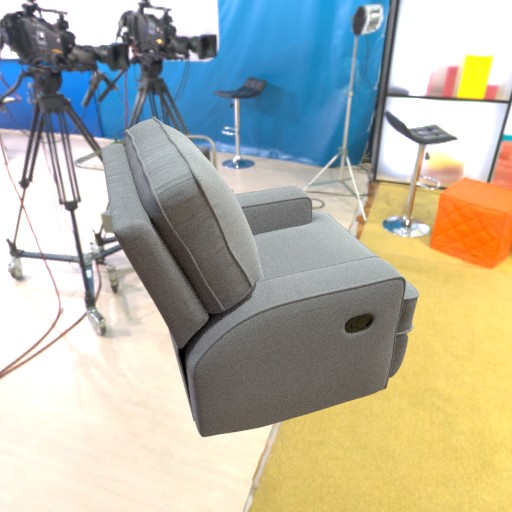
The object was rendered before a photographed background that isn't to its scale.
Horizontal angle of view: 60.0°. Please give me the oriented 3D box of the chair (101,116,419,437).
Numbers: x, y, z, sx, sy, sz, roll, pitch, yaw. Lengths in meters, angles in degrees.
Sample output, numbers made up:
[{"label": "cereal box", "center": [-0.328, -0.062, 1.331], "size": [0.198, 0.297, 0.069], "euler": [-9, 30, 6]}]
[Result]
[{"label": "chair", "center": [0.000, 0.000, 1.666], "size": [0.969, 0.964, 0.861], "euler": [-10, 31, -16]}]
